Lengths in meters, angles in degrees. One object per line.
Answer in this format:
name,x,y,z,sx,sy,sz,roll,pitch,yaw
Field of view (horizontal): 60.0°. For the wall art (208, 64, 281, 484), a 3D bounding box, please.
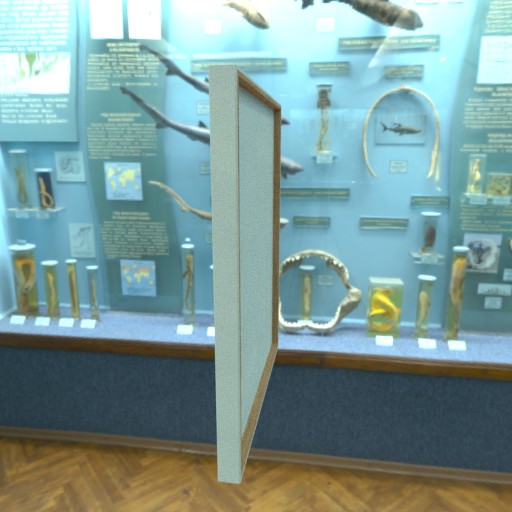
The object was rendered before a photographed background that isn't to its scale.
wall art,0.000,0.000,0.862,0.037,0.606,0.508,2,14,9
